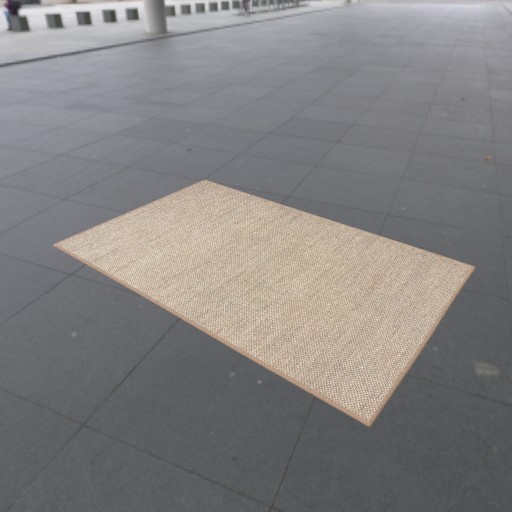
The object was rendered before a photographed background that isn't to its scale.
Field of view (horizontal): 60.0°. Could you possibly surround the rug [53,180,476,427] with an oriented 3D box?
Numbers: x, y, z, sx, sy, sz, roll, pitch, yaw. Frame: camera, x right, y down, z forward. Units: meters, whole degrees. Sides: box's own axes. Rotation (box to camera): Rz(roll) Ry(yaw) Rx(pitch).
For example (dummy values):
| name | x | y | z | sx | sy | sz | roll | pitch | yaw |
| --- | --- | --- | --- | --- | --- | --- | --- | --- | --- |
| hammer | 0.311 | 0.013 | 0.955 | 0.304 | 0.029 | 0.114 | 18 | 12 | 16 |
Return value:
| name | x | y | z | sx | sy | sz | roll | pitch | yaw |
| --- | --- | --- | --- | --- | --- | --- | --- | --- | --- |
| rug | 0.000 | 0.000 | 2.054 | 1.668 | 0.012 | 1.061 | 22 | 38 | 32 |
